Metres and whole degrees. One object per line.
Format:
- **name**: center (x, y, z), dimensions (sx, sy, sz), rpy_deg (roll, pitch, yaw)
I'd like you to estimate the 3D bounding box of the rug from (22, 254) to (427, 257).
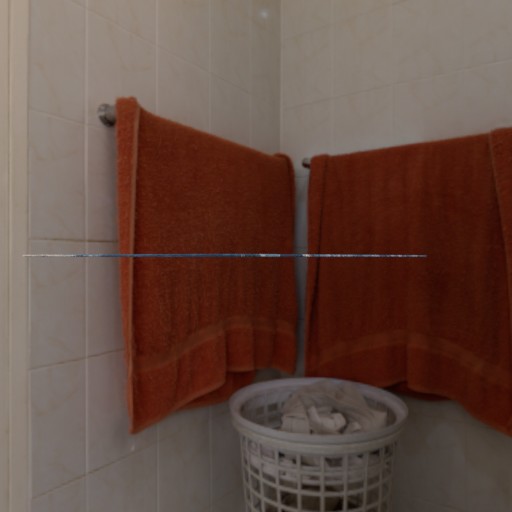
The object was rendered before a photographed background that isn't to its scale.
- **rug**: center (0.000, 0.000, 2.320), dimensions (1.232, 0.009, 1.836), rpy_deg (0, 0, 37)
